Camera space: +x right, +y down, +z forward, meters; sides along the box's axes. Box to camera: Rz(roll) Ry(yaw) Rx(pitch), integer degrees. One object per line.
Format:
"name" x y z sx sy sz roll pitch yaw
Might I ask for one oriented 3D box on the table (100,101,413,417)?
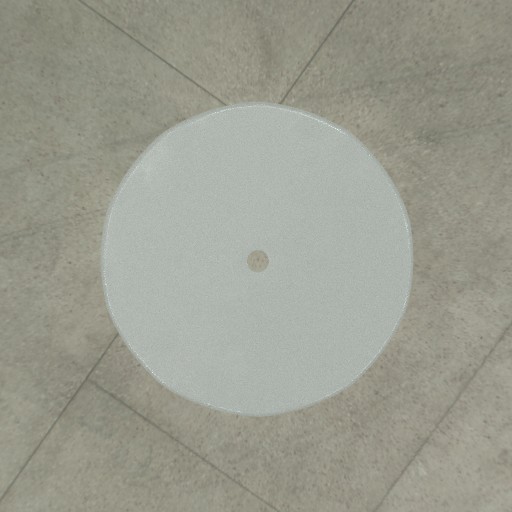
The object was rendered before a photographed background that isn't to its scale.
"table" 0.000 0.000 0.675 0.352 0.387 0.352 0 92 0
